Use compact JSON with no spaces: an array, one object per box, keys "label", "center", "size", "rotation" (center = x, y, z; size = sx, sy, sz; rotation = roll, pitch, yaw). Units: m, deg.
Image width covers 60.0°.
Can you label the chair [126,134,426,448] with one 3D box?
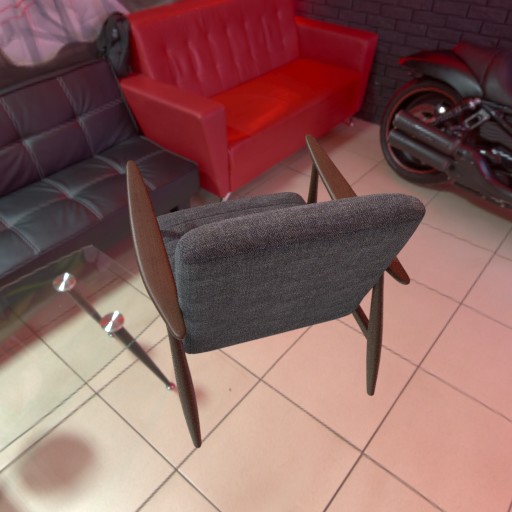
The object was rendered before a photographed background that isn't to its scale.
[{"label":"chair","center":[0.000,0.000,1.447],"size":[0.741,0.832,0.798],"rotation":[-12,43,-13]}]
